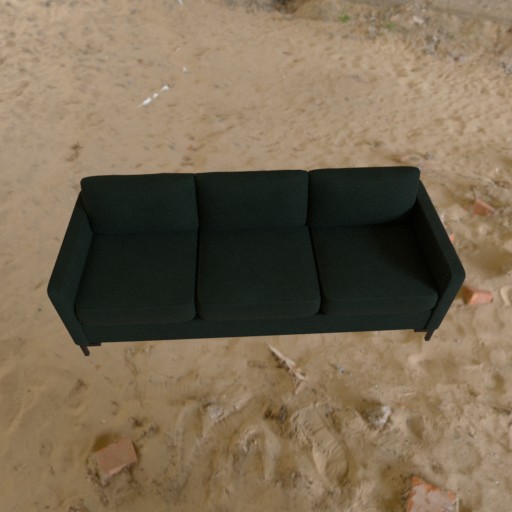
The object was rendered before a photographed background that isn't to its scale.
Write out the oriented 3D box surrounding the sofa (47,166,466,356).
[{"bbox_3d":[0.000,0.000,2.749,2.218,0.870,0.859,-2,48,-2],"label":"sofa"}]
